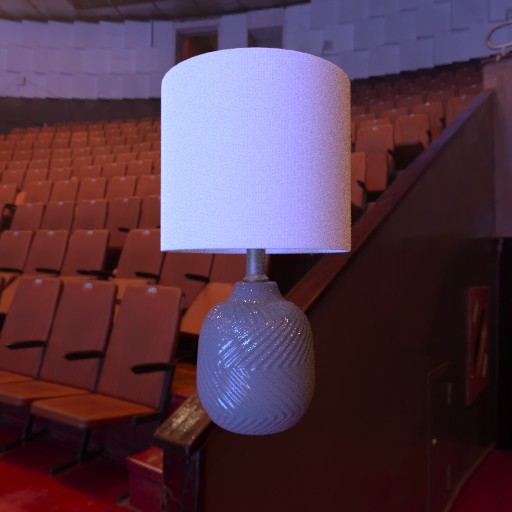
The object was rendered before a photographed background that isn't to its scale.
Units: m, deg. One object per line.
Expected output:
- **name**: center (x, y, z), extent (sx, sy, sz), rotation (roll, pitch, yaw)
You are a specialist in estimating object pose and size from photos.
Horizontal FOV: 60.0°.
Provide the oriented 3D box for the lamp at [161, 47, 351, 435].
- **lamp**: center (0.000, 0.000, 0.492), extent (0.207, 0.366, 0.207), rotation (-1, -1, 35)
